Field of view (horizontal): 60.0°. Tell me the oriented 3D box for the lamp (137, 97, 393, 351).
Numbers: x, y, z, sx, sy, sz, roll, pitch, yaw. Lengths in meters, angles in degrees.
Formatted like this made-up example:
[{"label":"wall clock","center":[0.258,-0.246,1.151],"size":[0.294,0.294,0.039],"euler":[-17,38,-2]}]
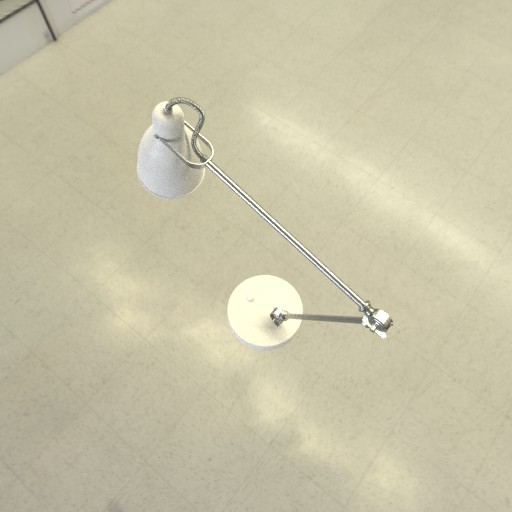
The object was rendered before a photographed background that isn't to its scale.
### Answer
[{"label":"lamp","center":[0.000,0.000,0.873],"size":[0.561,0.587,0.187],"euler":[38,69,17]}]
